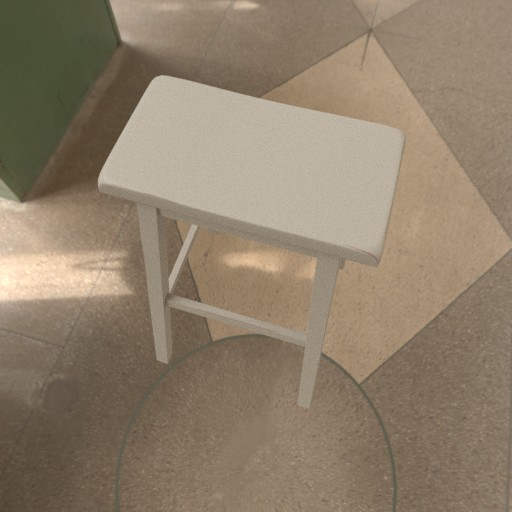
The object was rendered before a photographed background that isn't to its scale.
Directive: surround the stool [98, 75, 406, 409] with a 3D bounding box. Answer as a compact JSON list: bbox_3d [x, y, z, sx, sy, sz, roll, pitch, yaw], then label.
[{"bbox_3d":[0.000,0.000,1.030,0.457,0.737,0.476,15,65,7],"label":"stool"}]
